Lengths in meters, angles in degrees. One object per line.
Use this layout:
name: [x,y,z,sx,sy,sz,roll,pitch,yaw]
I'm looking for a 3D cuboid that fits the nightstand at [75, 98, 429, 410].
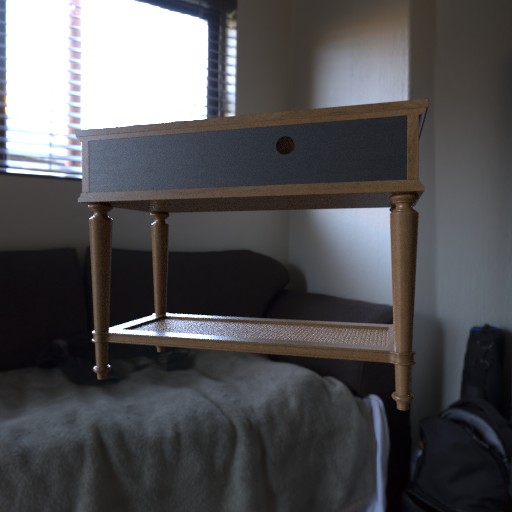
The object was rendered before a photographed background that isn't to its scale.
nightstand: [0.000,0.000,1.310,0.914,0.700,0.432,0,1,17]
